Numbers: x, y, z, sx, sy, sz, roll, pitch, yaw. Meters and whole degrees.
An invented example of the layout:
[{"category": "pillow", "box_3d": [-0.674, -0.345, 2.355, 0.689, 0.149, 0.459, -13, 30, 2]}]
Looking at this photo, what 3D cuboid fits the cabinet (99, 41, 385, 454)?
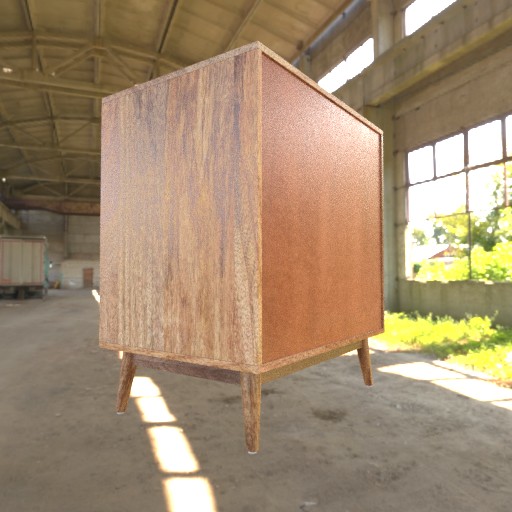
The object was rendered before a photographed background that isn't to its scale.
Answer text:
[{"category": "cabinet", "box_3d": [0.000, 0.000, 1.192, 0.473, 0.758, 0.647, -1, -2, 36]}]
